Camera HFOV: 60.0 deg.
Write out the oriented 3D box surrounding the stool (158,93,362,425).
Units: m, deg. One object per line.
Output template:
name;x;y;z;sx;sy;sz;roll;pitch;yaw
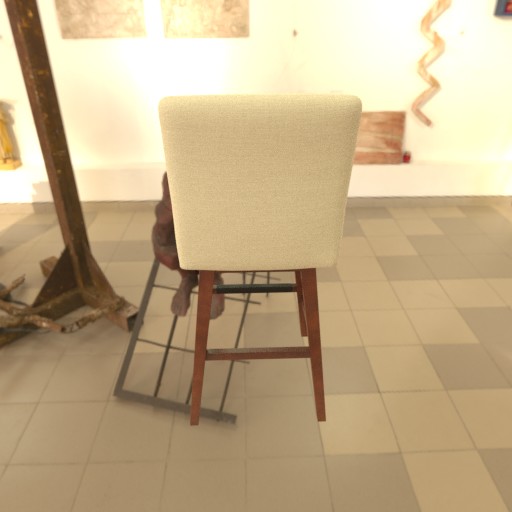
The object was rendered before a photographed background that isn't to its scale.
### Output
stool;0.000;0.000;1.444;0.470;1.097;0.559;-1;30;-2
